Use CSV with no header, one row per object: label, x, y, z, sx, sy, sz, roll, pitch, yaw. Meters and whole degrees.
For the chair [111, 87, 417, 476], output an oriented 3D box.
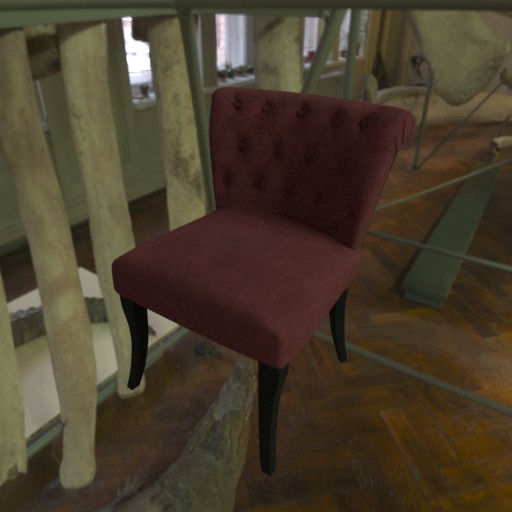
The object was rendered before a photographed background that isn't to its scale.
chair,0.000,0.000,1.183,0.582,0.750,0.605,19,35,29
